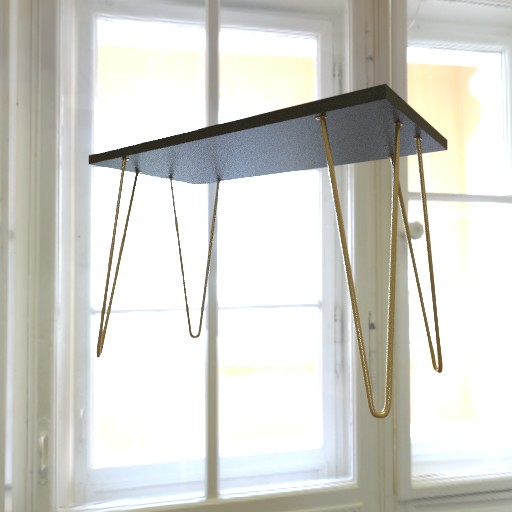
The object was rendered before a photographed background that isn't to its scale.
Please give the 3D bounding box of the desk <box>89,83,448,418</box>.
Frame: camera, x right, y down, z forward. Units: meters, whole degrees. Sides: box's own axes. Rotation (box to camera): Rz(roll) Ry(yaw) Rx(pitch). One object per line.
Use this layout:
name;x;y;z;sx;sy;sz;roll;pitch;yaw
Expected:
desk;0.000;0.000;1.353;0.991;0.660;0.499;0;-1;36
